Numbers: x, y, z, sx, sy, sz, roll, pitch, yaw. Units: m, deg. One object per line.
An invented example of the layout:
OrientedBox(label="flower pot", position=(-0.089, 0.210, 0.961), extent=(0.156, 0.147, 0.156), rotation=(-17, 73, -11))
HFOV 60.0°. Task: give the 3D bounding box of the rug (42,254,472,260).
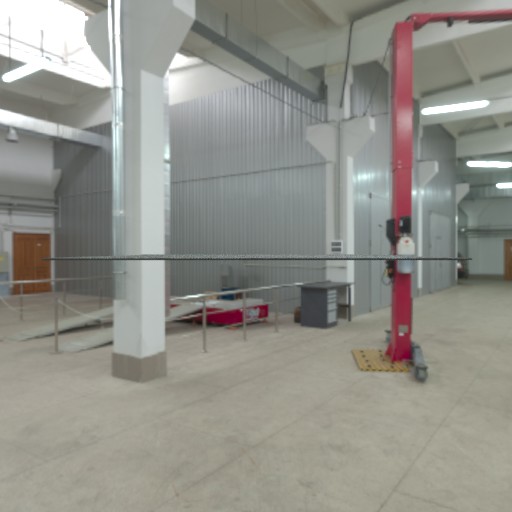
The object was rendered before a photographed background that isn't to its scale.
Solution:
OrientedBox(label="rug", position=(0.000, 0.000, 4.046), extent=(2.456, 0.021, 3.068), rotation=(0, 1, 0))
